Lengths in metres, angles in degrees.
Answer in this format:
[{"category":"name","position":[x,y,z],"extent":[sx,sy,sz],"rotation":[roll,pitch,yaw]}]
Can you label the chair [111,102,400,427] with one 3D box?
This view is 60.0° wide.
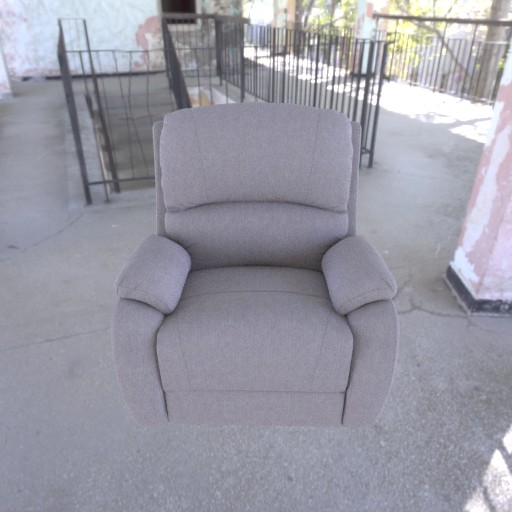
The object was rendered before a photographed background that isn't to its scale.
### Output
[{"category":"chair","position":[0.000,0.000,1.697],"extent":[0.930,1.011,0.899],"rotation":[0,30,0]}]
